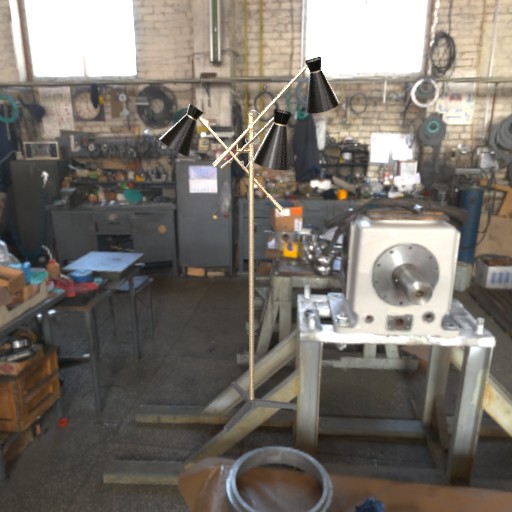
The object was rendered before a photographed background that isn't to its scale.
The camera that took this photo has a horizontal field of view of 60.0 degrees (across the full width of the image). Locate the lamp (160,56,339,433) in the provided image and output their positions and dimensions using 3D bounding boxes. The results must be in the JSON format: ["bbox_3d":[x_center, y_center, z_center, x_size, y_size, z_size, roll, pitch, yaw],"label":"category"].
[{"bbox_3d":[0.000,0.000,2.162,0.750,1.804,0.653,-8,17,-27],"label":"lamp"}]
